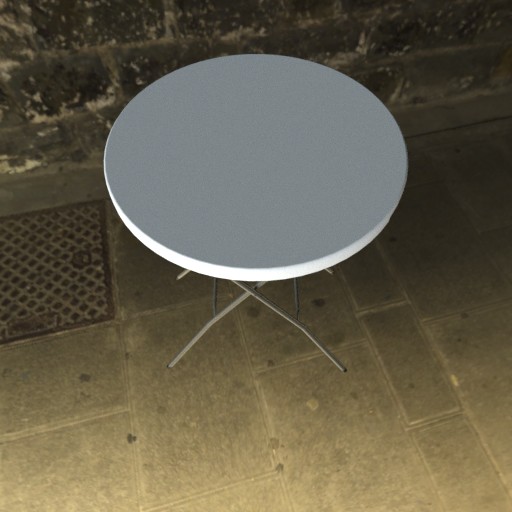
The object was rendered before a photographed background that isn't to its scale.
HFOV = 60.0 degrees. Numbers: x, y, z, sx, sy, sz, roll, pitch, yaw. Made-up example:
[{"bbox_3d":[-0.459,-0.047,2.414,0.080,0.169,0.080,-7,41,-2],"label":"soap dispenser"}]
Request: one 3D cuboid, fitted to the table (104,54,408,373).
[{"bbox_3d":[0.000,0.000,1.629,0.795,1.105,0.792,-1,57,0],"label":"table"}]
